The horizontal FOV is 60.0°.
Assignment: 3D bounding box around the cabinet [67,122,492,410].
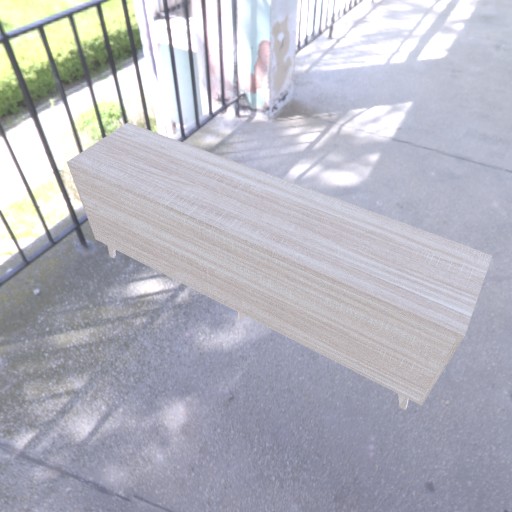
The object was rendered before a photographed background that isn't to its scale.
[{"bbox_3d":[0.000,0.000,2.537,2.200,0.780,0.500,24,51,21],"label":"cabinet"}]
